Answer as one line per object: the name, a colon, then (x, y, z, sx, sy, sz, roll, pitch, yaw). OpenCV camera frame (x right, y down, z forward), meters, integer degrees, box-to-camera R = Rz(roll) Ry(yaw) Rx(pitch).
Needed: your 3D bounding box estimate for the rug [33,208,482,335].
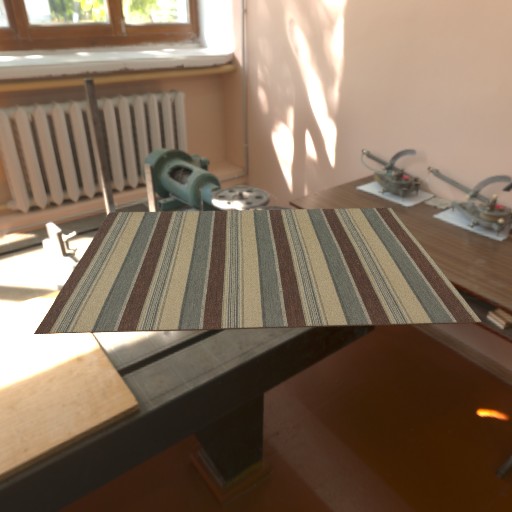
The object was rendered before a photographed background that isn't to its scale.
rug: (0.000, 0.000, 2.331, 1.829, 0.008, 1.219, -1, 29, -2)
